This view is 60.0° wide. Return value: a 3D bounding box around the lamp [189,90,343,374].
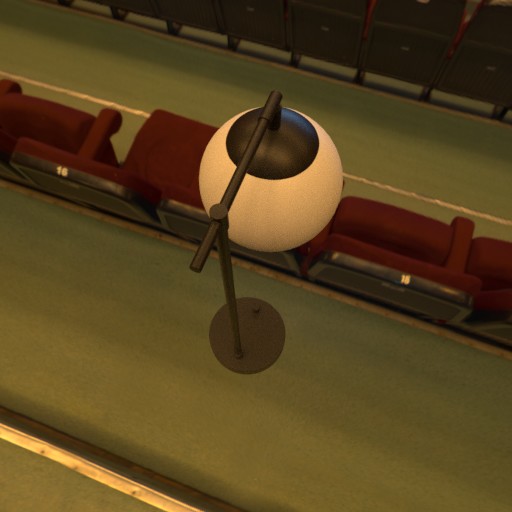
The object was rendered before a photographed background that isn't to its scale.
[{"bbox_3d":[0.000,0.000,0.697,0.197,0.559,0.316,18,65,9],"label":"lamp"}]
